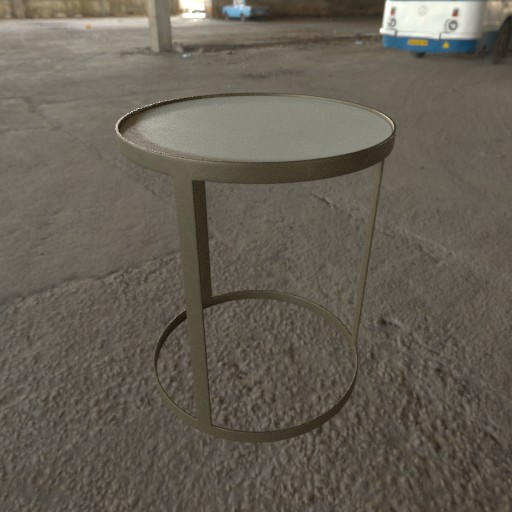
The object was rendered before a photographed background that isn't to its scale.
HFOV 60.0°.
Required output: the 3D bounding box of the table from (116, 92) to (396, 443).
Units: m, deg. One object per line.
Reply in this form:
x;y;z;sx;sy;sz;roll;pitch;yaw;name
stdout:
0.000;0.000;0.928;0.480;0.565;0.480;0;31;0;table
